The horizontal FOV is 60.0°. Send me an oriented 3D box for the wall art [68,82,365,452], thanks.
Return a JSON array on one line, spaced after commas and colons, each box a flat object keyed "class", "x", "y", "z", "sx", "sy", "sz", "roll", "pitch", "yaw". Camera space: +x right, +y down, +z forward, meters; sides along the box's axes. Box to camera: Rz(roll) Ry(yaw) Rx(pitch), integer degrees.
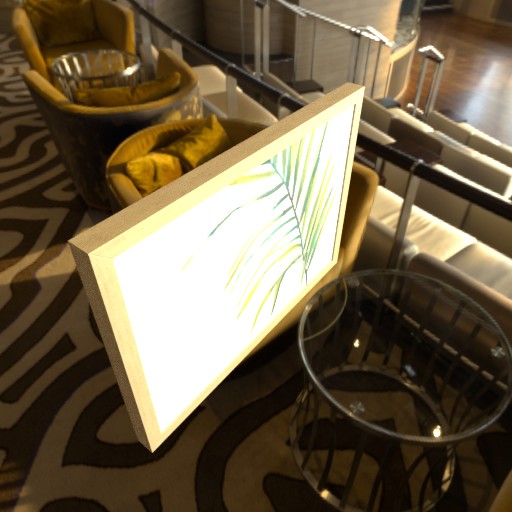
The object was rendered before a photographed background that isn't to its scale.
[{"class": "wall art", "x": 0.000, "y": 0.000, "z": 0.689, "sx": 0.032, "sy": 0.380, "sz": 0.532, "roll": 27, "pitch": 47, "yaw": 28}]
